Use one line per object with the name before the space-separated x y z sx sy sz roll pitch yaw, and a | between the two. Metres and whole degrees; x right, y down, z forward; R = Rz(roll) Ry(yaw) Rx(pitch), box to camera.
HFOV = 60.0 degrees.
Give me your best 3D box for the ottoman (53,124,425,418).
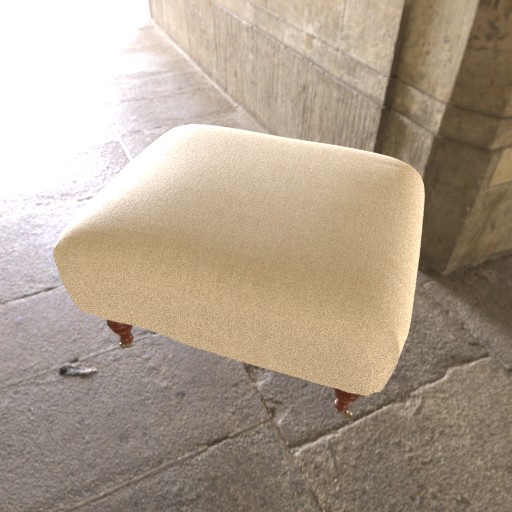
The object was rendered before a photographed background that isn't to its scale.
ottoman | 0.000 0.000 1.123 0.747 0.450 0.622 13 44 14
